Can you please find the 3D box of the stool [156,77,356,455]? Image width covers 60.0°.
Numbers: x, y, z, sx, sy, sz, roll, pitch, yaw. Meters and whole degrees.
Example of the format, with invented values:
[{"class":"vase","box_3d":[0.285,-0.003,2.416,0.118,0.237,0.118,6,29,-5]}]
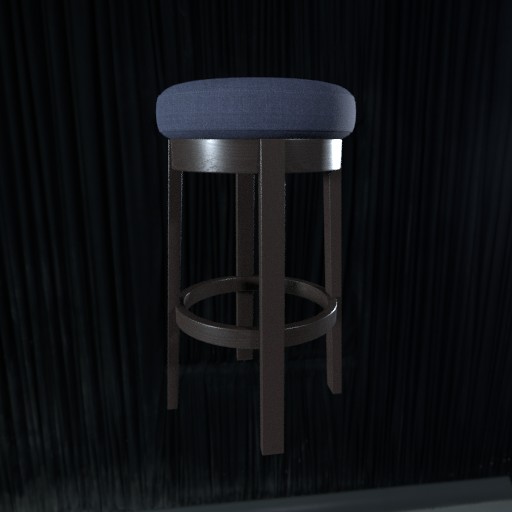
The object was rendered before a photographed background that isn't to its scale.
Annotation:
[{"class":"stool","box_3d":[0.000,0.000,1.052,0.446,0.758,0.446,0,14,0]}]
